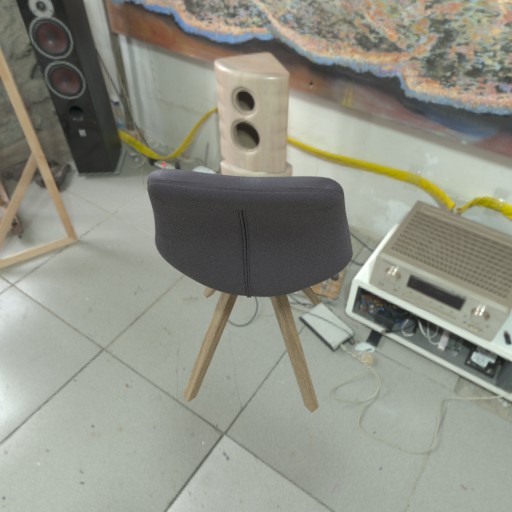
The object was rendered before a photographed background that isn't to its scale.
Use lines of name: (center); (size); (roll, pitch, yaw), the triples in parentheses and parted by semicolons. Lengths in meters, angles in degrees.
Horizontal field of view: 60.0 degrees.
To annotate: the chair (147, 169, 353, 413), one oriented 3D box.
chair: (0.000, 0.000, 1.186); (0.483, 0.865, 0.547); (4, 45, 4)
